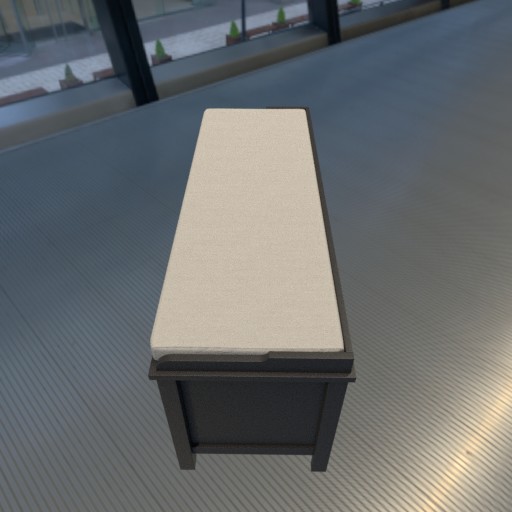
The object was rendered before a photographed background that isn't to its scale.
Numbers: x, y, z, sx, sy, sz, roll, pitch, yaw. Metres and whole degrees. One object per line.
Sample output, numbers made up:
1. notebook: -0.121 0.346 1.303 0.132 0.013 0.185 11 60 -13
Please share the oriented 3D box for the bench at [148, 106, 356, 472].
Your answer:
1. bench: 0.000 0.000 1.405 0.398 0.501 1.140 1 42 1
